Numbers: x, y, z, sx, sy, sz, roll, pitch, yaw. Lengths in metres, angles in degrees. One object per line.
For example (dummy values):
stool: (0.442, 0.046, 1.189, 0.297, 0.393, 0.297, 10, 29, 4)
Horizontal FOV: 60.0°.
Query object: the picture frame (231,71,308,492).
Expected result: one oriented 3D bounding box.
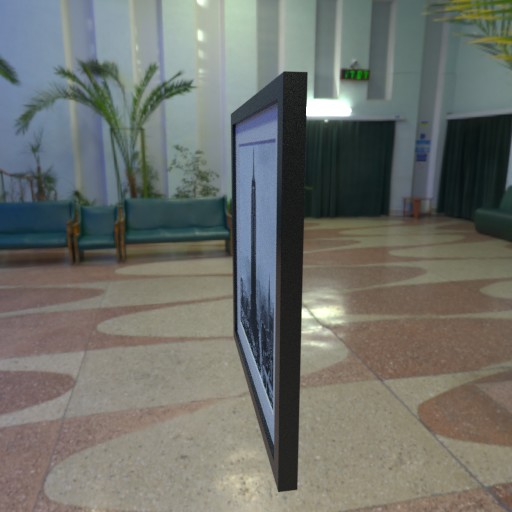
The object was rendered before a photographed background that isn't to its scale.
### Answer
picture frame: (0.000, 0.000, 0.835, 0.029, 0.557, 0.559, -2, 13, -9)
